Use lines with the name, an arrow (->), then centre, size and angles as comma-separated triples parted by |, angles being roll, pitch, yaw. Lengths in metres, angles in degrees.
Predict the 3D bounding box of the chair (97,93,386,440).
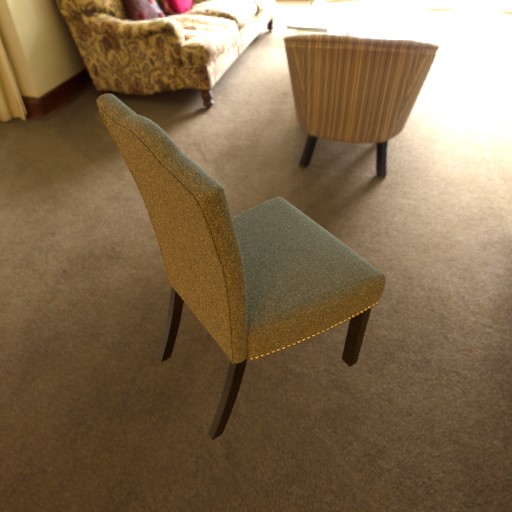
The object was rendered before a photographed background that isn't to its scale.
chair -> 0.000, 0.000, 1.277 | 0.589, 0.946, 0.518 | -25, 48, -26
